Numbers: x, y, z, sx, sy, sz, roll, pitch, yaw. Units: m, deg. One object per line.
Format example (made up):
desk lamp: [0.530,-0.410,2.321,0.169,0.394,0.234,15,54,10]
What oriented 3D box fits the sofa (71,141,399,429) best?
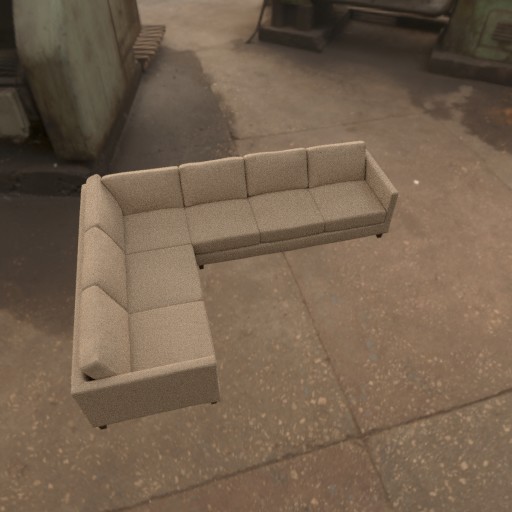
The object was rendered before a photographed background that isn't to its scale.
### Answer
sofa: [0.000,0.000,4.251,3.182,0.863,2.432,-10,47,-9]
